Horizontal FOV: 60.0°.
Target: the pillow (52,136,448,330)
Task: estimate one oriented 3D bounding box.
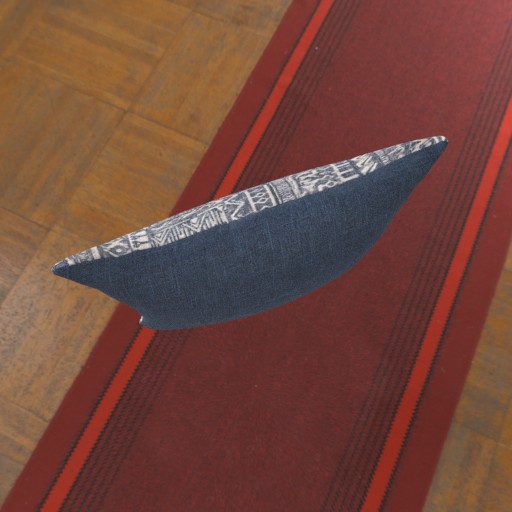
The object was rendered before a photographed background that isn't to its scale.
[{"bbox_3d":[0.000,0.000,0.790,0.546,0.487,0.180,-19,75,-5],"label":"pillow"}]
